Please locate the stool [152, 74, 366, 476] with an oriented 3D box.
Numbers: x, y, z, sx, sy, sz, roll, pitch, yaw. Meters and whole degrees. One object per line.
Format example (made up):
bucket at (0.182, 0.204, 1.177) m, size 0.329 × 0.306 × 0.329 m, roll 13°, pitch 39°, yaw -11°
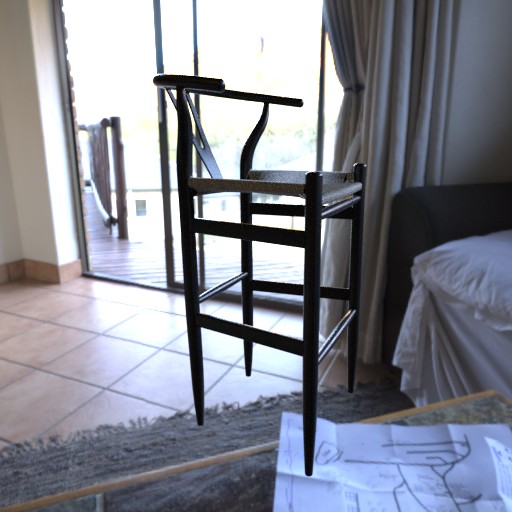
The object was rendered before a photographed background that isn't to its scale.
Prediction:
stool at (0.000, 0.000, 1.406) m, size 0.579 × 1.072 × 0.569 m, roll 7°, pitch 16°, yaw 25°
